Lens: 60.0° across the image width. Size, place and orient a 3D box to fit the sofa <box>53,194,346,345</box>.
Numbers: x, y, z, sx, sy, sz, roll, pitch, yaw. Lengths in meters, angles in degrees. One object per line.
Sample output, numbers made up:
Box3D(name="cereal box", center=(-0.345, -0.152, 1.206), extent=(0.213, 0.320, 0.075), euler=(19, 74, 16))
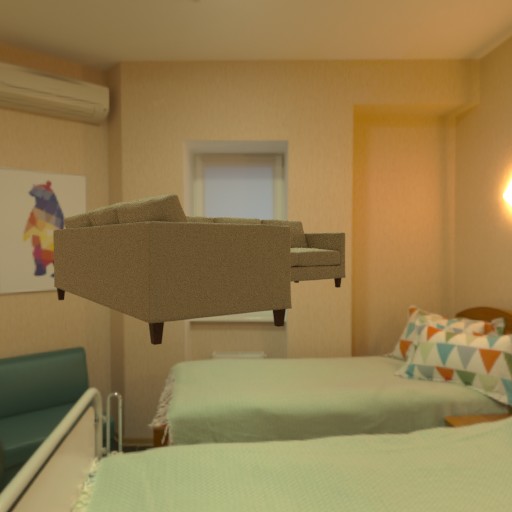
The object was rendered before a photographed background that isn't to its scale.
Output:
Box3D(name="sofa", center=(0.000, 0.000, 4.304), extent=(3.182, 0.863, 2.432), euler=(-1, 2, -36))
